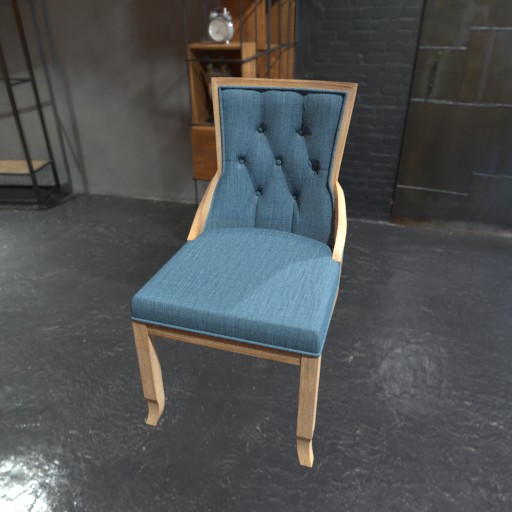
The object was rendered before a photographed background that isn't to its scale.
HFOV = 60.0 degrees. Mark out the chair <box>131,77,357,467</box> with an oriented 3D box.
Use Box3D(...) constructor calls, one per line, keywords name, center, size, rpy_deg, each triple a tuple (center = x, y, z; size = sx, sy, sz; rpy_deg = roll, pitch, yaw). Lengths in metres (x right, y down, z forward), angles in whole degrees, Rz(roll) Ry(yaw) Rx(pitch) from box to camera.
Box3D(name="chair", center=(0.000, 0.000, 1.359), size=(0.524, 0.947, 0.641), rpy_deg=(8, 30, 15))
